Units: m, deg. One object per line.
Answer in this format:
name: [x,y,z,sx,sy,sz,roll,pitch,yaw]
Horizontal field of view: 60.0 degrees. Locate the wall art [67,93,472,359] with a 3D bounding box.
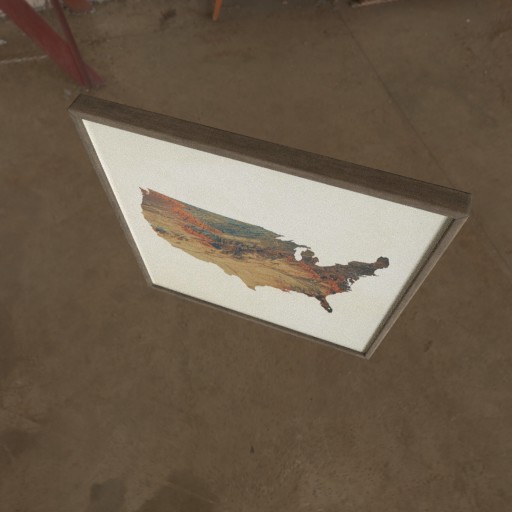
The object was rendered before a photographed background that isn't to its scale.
wall art: [0.000,0.000,1.113,0.749,0.751,0.050,17,61,10]
